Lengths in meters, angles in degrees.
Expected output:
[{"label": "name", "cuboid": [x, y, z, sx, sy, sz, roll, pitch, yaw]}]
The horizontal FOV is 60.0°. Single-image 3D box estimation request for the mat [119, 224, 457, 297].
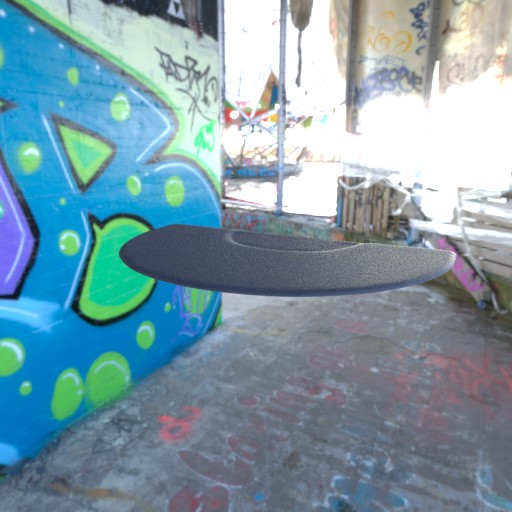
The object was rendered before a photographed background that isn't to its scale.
[{"label": "mat", "cuboid": [0.000, 0.000, 1.882, 1.525, 0.016, 0.917, 7, 16, 25]}]
